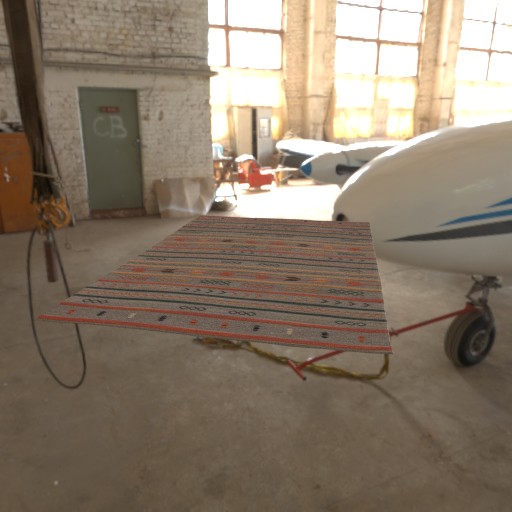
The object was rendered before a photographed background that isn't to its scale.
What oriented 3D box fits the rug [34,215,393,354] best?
[{"bbox_3d":[0.000,0.000,2.295,1.220,0.017,1.835,3,17,11],"label":"rug"}]
